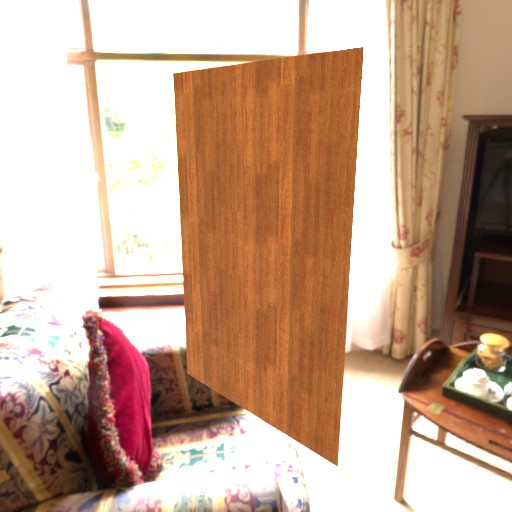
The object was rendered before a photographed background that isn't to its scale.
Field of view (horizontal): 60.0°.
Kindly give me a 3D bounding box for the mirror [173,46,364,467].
[{"bbox_3d":[0.000,0.000,1.256,0.651,1.010,0.047,16,22,43],"label":"mirror"}]
